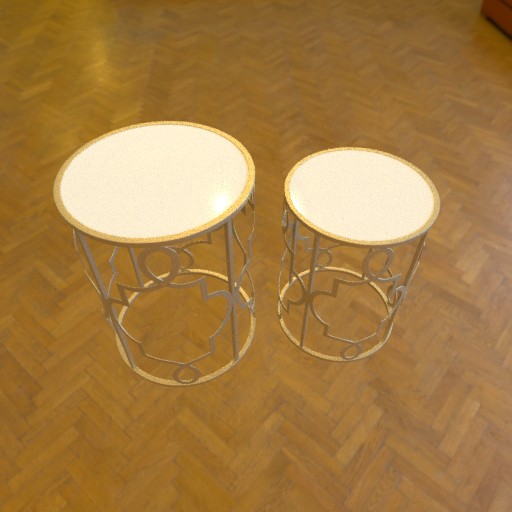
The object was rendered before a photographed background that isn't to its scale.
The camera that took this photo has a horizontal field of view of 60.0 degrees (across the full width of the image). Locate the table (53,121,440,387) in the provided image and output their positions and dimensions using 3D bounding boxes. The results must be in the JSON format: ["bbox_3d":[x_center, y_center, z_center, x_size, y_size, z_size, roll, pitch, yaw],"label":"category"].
[{"bbox_3d":[0.000,0.000,1.165,0.846,0.564,0.420,-4,47,-4],"label":"table"}]
